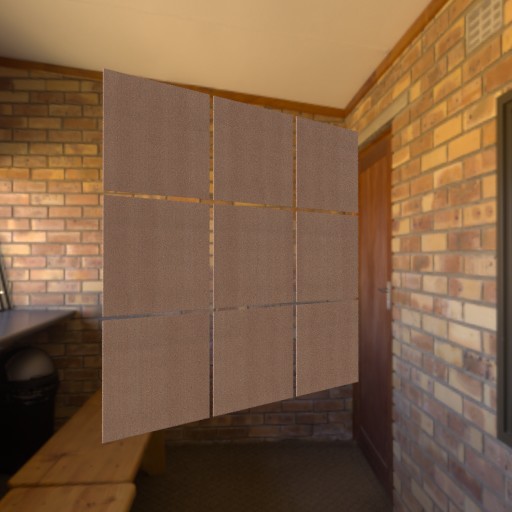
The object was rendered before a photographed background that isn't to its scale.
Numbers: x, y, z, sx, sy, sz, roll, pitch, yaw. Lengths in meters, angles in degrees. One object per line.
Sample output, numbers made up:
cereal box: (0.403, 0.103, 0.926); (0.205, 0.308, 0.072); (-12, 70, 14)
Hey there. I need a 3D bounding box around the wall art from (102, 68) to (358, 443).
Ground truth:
wall art: (0.000, 0.000, 2.224); (1.517, 1.505, 0.002); (0, 0, -36)
